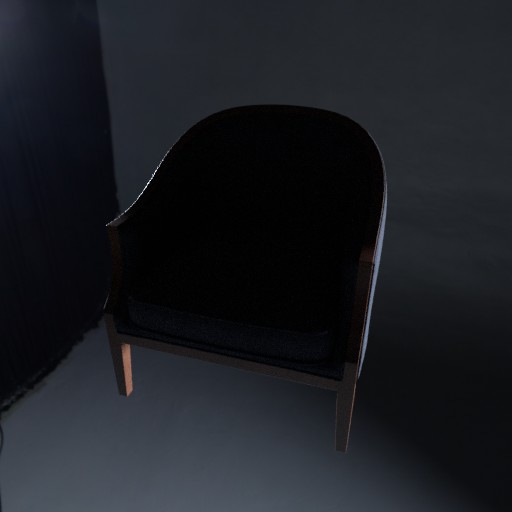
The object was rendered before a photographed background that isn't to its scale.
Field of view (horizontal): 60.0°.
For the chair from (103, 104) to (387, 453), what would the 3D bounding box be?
[{"bbox_3d":[0.000,0.000,1.499,0.803,0.876,0.735,8,29,16],"label":"chair"}]
